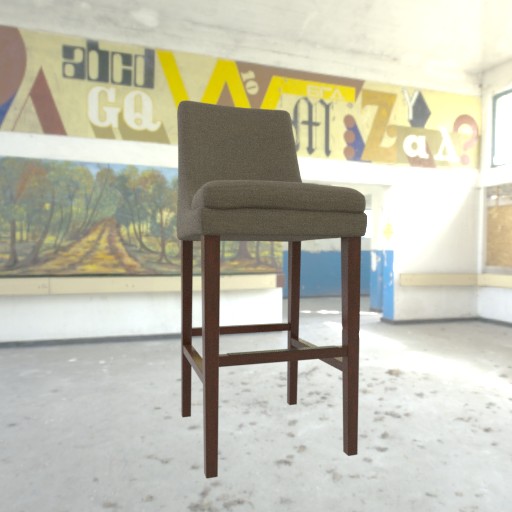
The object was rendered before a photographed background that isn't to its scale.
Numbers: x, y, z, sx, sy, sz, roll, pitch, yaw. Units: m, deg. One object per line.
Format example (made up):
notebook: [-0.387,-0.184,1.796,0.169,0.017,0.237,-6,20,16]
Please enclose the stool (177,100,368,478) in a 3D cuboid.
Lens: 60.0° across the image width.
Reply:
stool: [0.000,0.000,1.379,0.470,1.078,0.577,0,1,-18]
